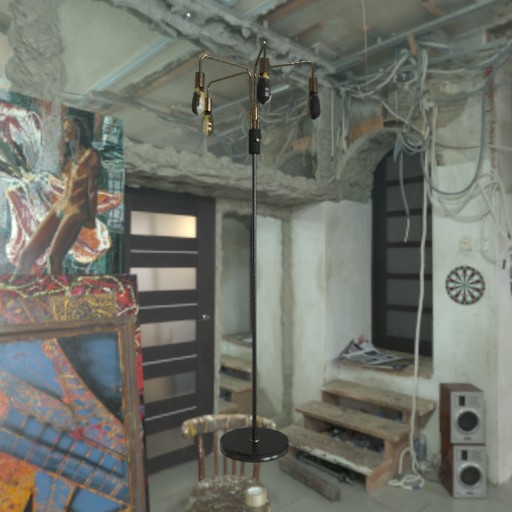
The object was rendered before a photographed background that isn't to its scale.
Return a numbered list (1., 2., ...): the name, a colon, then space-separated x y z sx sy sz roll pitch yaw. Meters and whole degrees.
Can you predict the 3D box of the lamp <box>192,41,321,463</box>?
1. lamp: 0.000 0.000 2.017 0.599 1.721 0.572 0 -2 18
